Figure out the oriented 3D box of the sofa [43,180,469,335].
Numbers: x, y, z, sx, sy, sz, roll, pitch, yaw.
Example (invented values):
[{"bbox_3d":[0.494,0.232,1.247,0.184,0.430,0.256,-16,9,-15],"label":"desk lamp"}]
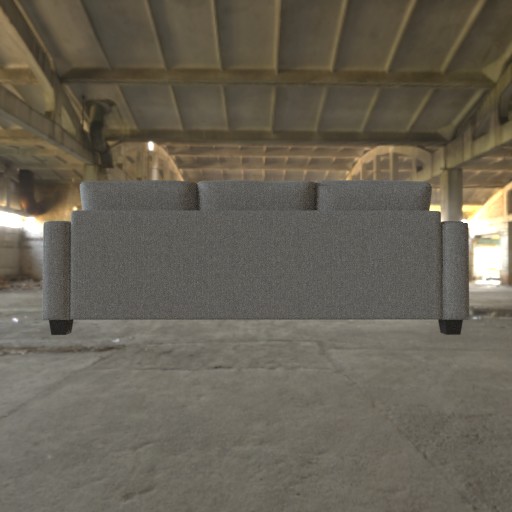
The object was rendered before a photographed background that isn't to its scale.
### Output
[{"bbox_3d":[0.000,0.000,2.622,2.120,0.800,0.900,0,-1,0],"label":"sofa"}]
